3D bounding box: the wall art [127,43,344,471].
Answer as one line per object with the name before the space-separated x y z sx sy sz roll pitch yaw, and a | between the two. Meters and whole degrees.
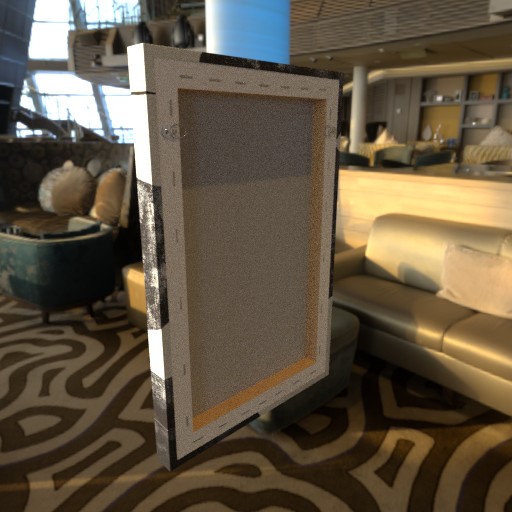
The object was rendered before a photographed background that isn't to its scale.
wall art | 0.000 0.000 0.754 0.407 0.610 0.039 -15 22 -42
